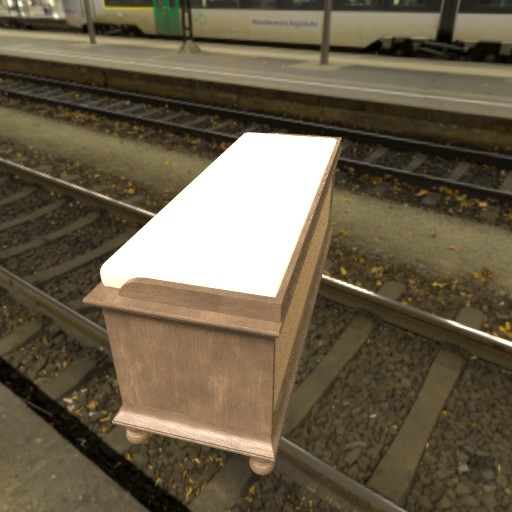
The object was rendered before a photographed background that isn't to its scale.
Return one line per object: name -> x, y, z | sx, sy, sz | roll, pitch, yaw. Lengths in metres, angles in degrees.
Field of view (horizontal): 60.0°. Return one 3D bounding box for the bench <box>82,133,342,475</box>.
bench -> 0.000, 0.000, 1.434 | 0.402, 0.501, 1.185 | 8, 31, 13
